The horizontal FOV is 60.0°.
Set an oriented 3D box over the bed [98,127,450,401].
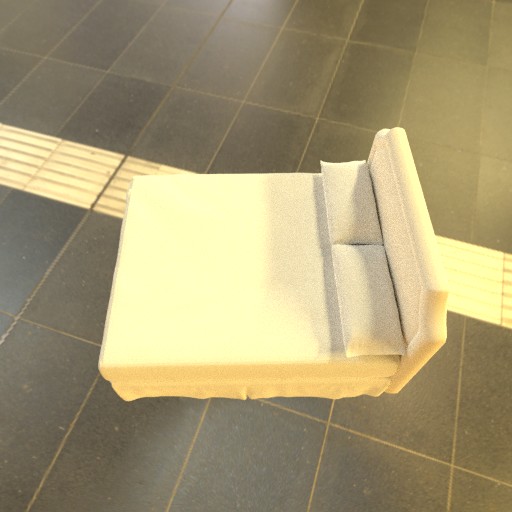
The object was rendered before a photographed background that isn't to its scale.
[{"bbox_3d":[0.000,0.000,3.924,2.548,1.524,2.134,-1,58,-1],"label":"bed"}]
